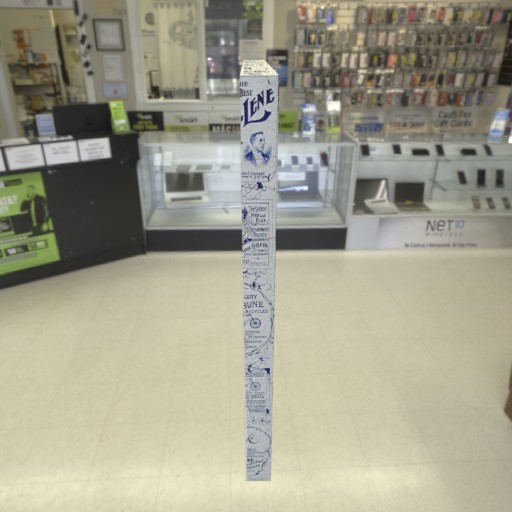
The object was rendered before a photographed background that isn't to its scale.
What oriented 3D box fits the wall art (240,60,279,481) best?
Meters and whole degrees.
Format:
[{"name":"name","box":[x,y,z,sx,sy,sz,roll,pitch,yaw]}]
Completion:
[{"name":"wall art","box":[0.000,0.000,0.759,0.040,0.601,0.408,0,26,-1]}]
